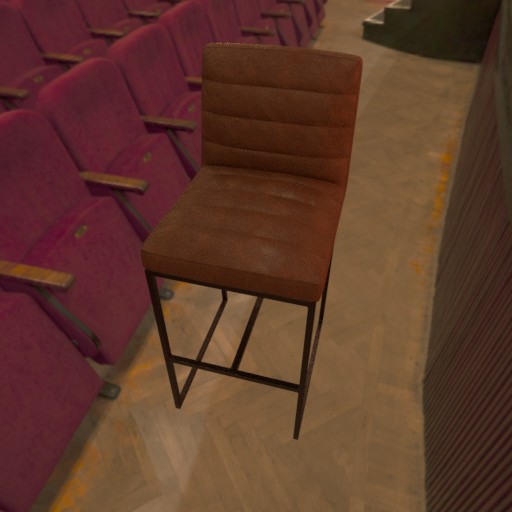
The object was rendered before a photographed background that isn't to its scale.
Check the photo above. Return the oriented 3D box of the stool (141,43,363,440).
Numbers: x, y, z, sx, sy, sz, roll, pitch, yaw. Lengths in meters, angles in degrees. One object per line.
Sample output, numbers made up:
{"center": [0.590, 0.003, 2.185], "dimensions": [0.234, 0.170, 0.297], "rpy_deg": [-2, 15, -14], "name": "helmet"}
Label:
{"center": [0.000, 0.000, 1.355], "dimensions": [0.463, 1.065, 0.562], "rpy_deg": [10, 42, 11], "name": "stool"}
